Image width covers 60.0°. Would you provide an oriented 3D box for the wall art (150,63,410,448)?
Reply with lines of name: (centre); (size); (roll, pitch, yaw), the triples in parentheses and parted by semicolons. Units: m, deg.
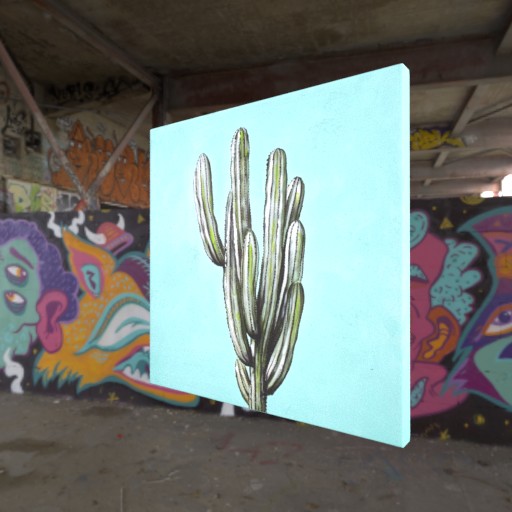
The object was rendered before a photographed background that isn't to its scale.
wall art: (0.000, 0.000, 1.578); (1.071, 1.073, 0.070); (0, 0, 37)
